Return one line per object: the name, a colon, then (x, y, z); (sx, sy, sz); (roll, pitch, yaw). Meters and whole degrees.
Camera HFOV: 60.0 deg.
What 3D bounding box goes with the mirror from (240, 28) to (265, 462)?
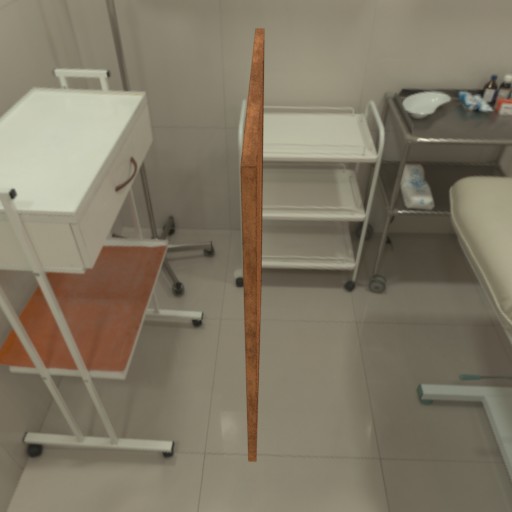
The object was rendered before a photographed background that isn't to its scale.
mirror: (0.000, 0.000, 1.381); (0.028, 1.099, 0.796); (1, 42, 1)
